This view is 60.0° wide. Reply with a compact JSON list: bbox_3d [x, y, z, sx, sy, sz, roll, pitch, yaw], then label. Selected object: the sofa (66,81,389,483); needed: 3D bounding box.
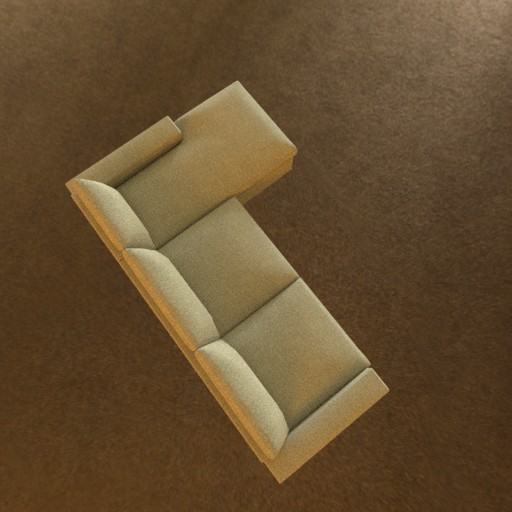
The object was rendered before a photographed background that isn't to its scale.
[{"bbox_3d":[0.000,0.000,3.426,1.689,0.813,2.718,-37,79,-8],"label":"sofa"}]
